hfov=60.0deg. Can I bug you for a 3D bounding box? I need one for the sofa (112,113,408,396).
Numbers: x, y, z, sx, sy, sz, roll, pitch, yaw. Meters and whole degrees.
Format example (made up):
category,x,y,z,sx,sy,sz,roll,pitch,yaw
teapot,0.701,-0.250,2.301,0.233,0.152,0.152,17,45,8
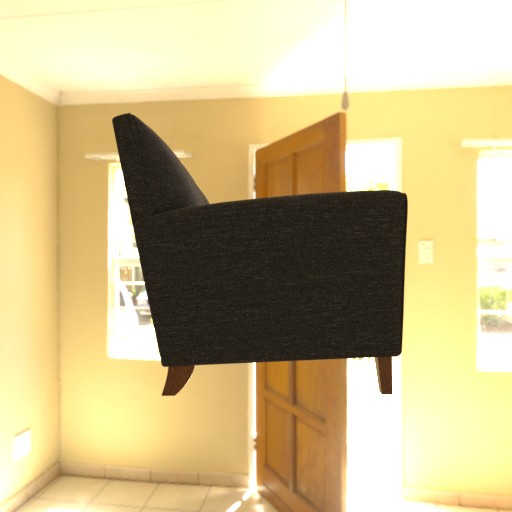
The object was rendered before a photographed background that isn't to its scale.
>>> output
category,x,y,z,sx,sy,sz,roll,pitch,yaw
sofa,0.000,0.000,1.980,0.875,0.846,1.420,0,0,-1
